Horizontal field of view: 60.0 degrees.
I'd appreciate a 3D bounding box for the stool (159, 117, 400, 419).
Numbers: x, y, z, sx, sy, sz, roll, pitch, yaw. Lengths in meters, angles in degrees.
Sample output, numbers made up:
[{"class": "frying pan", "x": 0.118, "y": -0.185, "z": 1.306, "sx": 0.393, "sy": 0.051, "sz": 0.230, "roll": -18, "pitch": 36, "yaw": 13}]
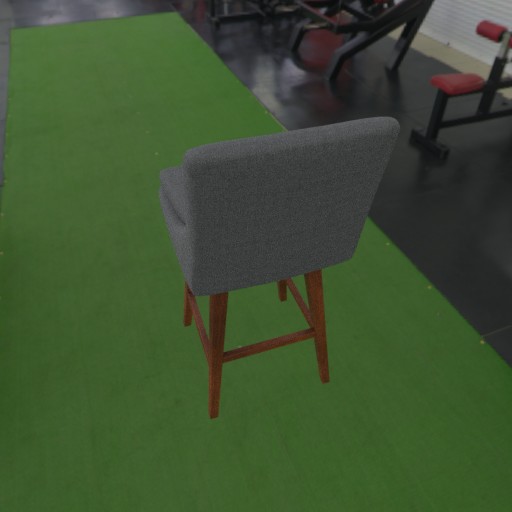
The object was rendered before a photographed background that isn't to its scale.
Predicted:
[{"class": "stool", "x": 0.000, "y": 0.000, "z": 1.254, "sx": 0.447, "sy": 0.977, "sz": 0.524, "roll": -13, "pitch": 44, "yaw": -14}]
